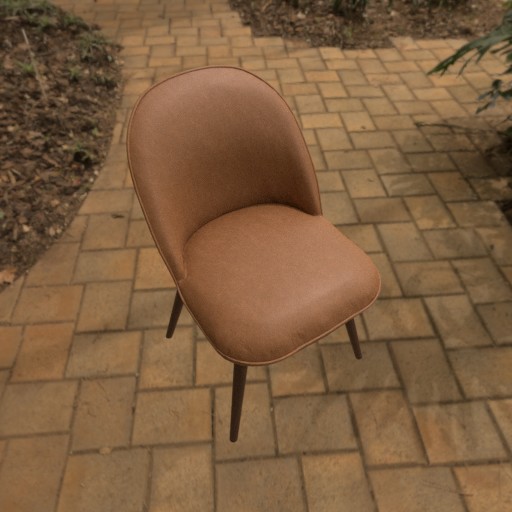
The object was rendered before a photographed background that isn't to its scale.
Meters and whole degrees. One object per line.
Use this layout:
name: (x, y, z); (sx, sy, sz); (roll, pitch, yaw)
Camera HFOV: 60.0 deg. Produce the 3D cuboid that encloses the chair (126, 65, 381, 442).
chair: (0.000, 0.000, 1.248); (0.521, 0.831, 0.631); (-26, 52, -23)
